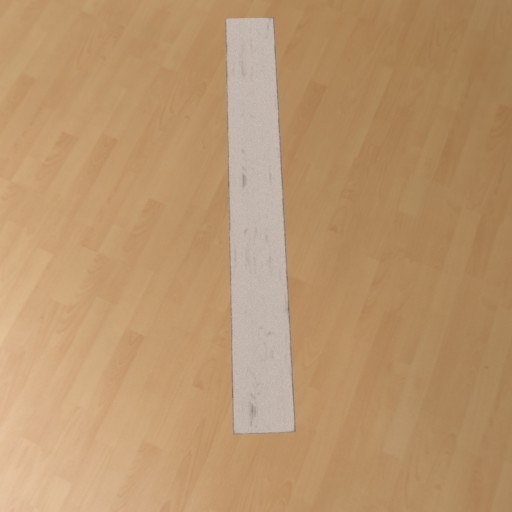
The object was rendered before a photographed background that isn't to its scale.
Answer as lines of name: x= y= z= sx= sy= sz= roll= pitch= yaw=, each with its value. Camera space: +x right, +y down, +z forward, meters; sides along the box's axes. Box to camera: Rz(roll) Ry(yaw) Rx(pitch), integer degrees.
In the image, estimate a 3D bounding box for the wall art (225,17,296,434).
wall art: x=0.000 y=0.000 z=0.455 sx=0.038 sy=0.305 sz=0.305 roll=-2 pitch=75 yaw=0
